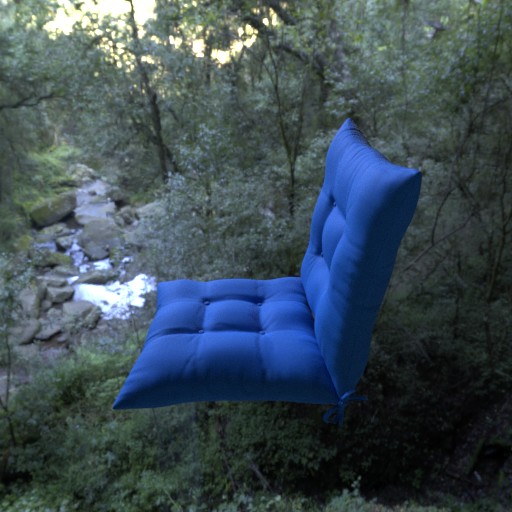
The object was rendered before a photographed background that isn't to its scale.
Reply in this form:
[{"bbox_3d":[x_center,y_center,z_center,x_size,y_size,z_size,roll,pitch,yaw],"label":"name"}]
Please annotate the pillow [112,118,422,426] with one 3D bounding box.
[{"bbox_3d":[0.000,0.000,1.018,0.585,0.536,0.541,-1,27,-1],"label":"pillow"}]
